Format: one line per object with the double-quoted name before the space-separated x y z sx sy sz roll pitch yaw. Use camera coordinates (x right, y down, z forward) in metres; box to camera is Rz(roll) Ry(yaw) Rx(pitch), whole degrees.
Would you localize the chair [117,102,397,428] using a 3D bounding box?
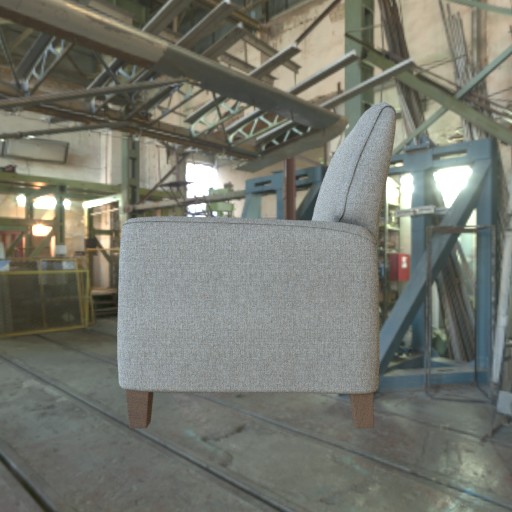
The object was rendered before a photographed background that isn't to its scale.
"chair" 0.000 0.000 1.673 0.864 1.014 0.848 0 0 0
